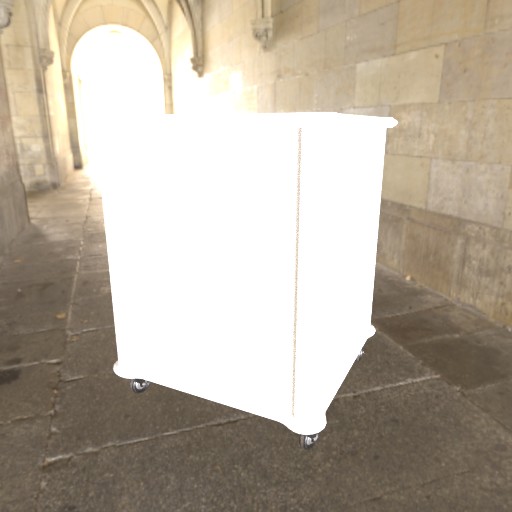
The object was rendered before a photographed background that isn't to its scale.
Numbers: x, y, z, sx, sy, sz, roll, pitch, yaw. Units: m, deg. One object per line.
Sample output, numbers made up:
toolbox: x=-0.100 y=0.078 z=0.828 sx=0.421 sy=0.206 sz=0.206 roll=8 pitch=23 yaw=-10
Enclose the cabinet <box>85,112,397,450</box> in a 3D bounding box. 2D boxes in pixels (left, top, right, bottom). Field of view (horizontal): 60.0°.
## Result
cabinet: x=0.000 y=0.000 z=1.268 sx=0.628 sy=0.761 sz=0.627 roll=8 pitch=18 yaw=26
